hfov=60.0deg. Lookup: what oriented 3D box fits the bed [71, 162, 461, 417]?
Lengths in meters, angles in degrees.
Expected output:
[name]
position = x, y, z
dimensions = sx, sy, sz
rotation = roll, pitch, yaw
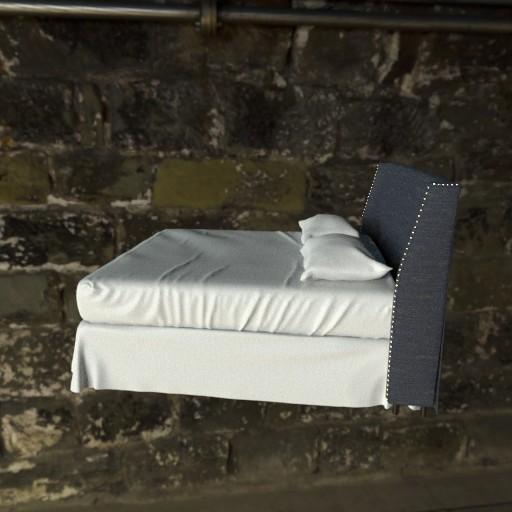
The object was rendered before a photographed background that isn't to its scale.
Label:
[bed]
position = 0.000, 0.000, 3.343
dimensions = 2.276, 1.332, 1.925
rotation = 2, 15, 7
